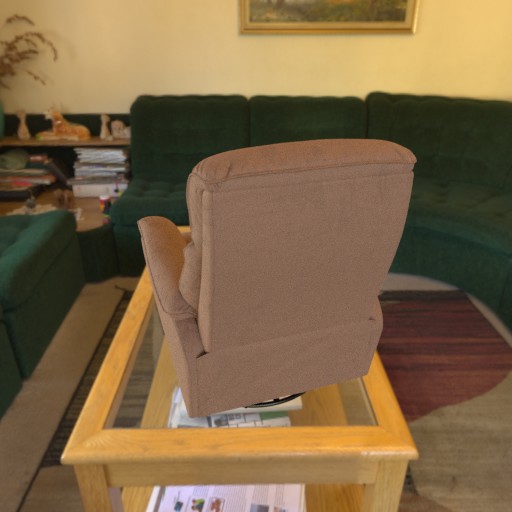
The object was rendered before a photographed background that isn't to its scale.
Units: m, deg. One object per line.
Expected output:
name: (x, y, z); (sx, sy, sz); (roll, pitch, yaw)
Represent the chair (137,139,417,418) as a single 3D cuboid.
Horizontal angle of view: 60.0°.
chair: (0.000, 0.000, 1.711); (0.820, 1.037, 1.004); (-8, 27, -16)
